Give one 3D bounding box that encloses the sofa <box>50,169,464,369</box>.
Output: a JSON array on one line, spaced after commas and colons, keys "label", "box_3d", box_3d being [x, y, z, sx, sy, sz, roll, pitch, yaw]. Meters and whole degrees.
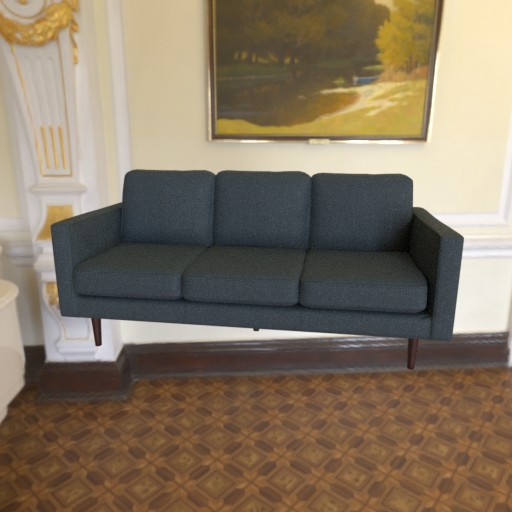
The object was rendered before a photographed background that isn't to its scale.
[{"label": "sofa", "box_3d": [0.000, 0.000, 2.580, 2.013, 0.945, 0.935, 2, 15, 9]}]
